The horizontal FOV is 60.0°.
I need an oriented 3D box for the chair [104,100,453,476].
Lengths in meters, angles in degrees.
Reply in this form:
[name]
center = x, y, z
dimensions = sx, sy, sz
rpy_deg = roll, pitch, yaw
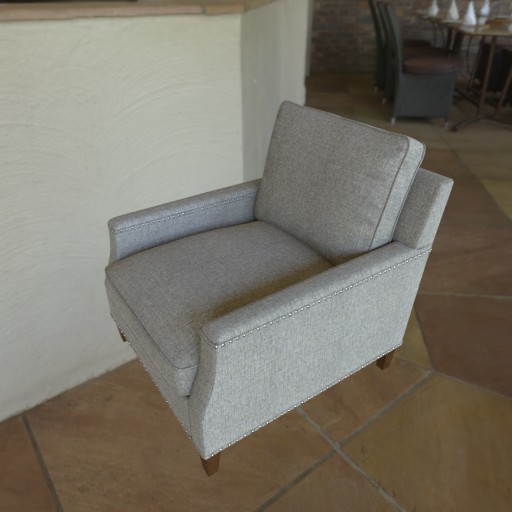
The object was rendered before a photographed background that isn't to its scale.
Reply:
[chair]
center = 0.000, 0.000, 1.676
dimensions = 1.014, 0.943, 0.853
rpy_deg = -20, 37, -29
